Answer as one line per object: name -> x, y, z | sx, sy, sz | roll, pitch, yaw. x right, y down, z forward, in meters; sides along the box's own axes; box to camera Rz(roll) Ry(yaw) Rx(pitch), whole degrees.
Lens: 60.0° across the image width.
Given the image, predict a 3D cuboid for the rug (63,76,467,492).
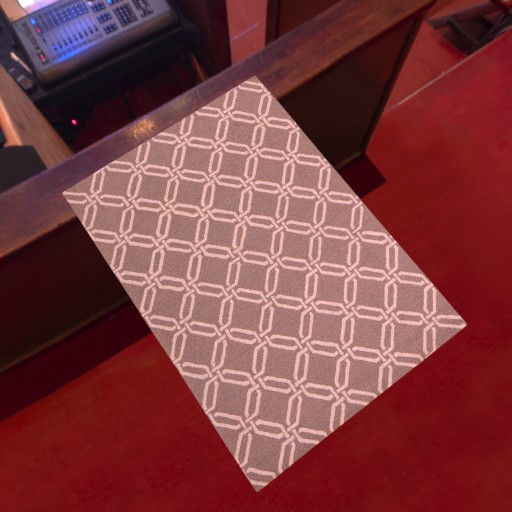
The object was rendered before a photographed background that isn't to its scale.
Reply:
rug -> 0.000, 0.000, 4.353 | 2.441, 0.020, 3.419 | -35, 77, -9
